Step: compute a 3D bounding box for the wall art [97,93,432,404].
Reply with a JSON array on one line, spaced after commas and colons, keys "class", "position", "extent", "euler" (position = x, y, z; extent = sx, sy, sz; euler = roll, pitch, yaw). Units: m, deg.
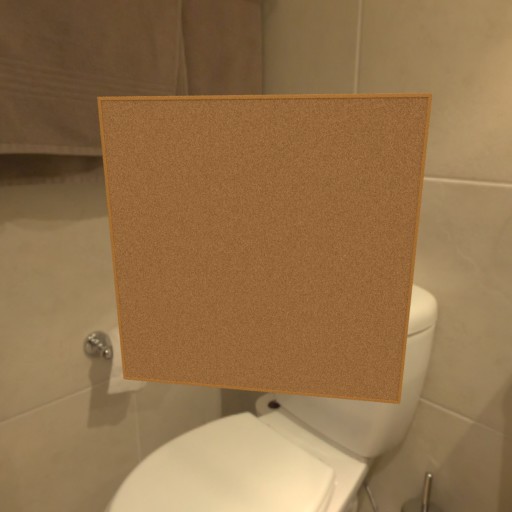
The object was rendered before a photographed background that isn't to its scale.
[{"class": "wall art", "position": [0.000, 0.000, 0.667], "extent": [0.457, 0.455, 0.013], "euler": [2, 16, 9]}]
